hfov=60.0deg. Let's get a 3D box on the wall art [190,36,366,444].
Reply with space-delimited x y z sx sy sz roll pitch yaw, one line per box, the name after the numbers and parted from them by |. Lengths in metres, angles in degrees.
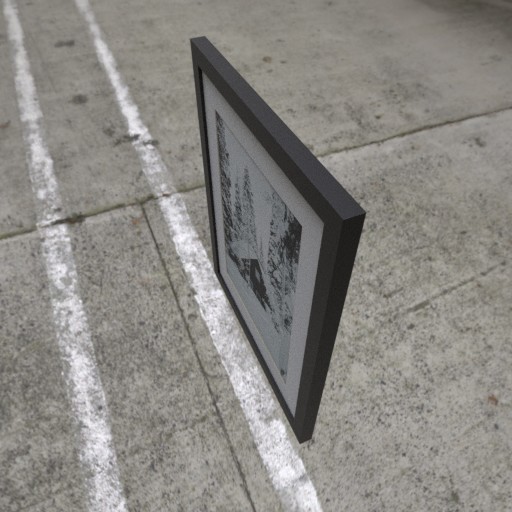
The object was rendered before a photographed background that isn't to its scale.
0.000 0.000 0.539 0.018 0.397 0.325 -18 50 -16 | wall art
